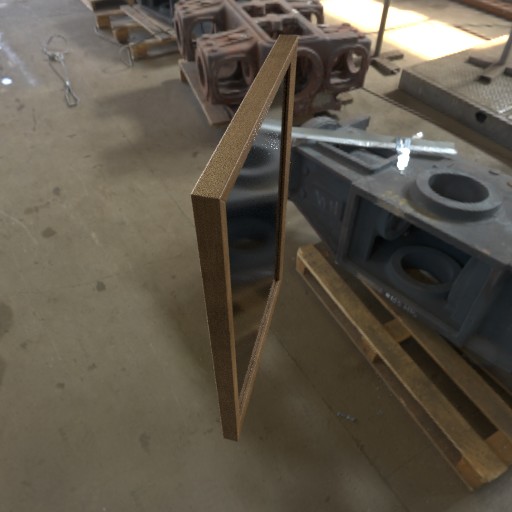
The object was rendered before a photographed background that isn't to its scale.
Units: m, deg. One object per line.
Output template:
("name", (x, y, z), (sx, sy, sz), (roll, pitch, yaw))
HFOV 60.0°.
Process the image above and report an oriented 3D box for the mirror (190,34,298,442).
("mirror", (0.000, 0.000, 0.935), (0.040, 0.710, 0.507), (10, 47, 10))
